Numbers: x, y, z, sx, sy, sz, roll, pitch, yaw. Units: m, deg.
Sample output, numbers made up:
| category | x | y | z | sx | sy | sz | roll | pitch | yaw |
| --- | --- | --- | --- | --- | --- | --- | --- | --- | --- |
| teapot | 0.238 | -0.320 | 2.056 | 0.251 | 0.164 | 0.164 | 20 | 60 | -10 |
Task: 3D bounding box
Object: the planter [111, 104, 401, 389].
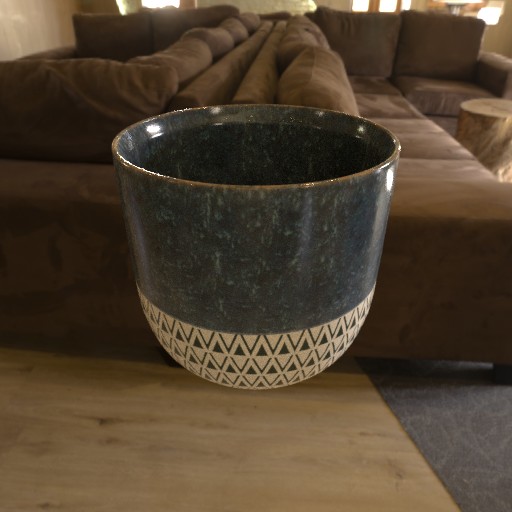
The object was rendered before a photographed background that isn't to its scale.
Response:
| category | x | y | z | sx | sy | sz | roll | pitch | yaw |
| --- | --- | --- | --- | --- | --- | --- | --- | --- | --- |
| planter | 0.000 | 0.000 | 0.491 | 0.266 | 0.270 | 0.266 | 0 | 31 | 0 |
